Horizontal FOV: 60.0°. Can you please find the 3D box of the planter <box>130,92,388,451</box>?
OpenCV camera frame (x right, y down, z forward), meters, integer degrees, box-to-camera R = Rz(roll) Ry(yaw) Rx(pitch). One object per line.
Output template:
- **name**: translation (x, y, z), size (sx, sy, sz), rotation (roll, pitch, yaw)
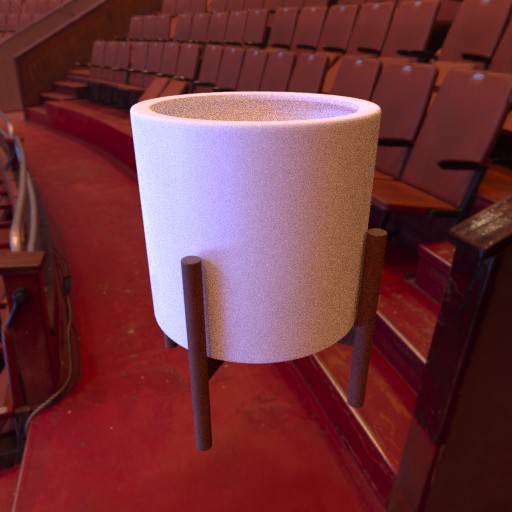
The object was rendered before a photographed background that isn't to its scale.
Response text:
- **planter**: translation (0.000, 0.000, 0.888), size (0.420, 0.581, 0.421), rotation (-8, 27, -15)
